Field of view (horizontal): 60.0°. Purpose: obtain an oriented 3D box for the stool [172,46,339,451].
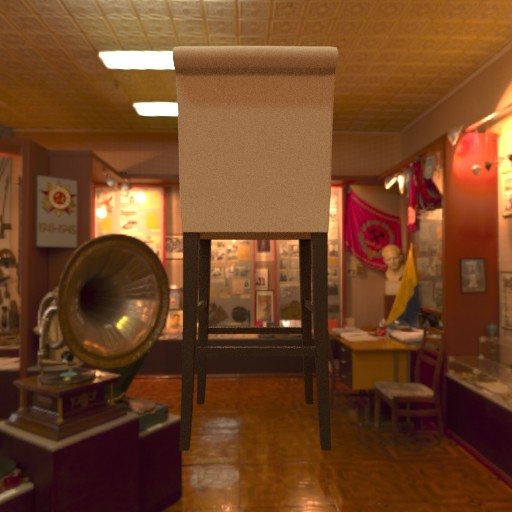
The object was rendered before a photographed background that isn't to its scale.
[{"bbox_3d":[0.000,0.000,1.454,0.452,1.124,0.597,0,-1,0],"label":"stool"}]
